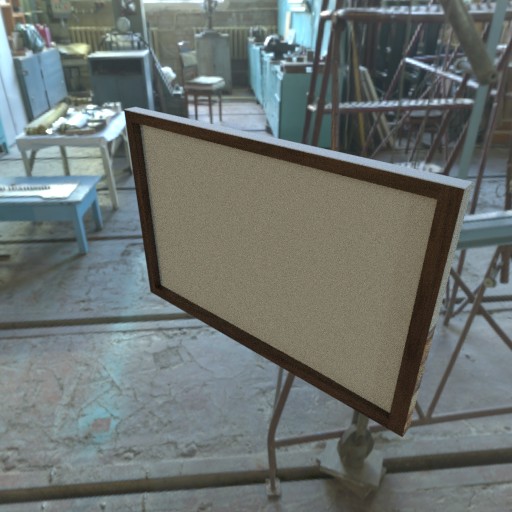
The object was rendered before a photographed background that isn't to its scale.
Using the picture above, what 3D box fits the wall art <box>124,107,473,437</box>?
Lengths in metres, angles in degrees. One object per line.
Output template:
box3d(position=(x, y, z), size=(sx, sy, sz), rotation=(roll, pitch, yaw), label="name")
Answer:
box3d(position=(0.000, 0.000, 1.413), size=(1.138, 0.761, 0.051), rotation=(23, 37, 34), label="wall art")
